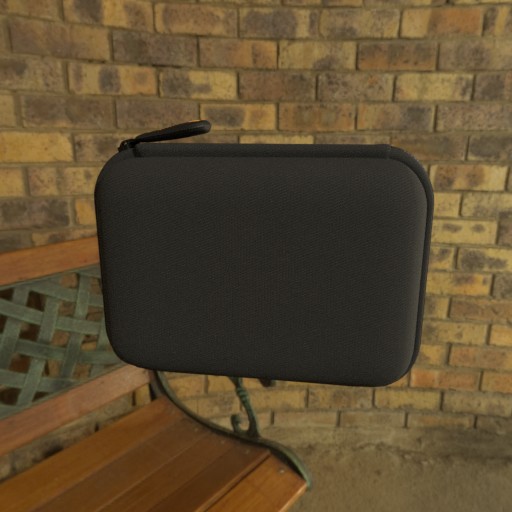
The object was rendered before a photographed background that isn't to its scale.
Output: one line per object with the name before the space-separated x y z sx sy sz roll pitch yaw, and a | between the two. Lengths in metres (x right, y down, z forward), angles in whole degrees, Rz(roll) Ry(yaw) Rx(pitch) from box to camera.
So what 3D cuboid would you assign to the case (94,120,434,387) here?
case | 0.000 0.000 0.178 0.132 0.105 0.038 2 14 8
